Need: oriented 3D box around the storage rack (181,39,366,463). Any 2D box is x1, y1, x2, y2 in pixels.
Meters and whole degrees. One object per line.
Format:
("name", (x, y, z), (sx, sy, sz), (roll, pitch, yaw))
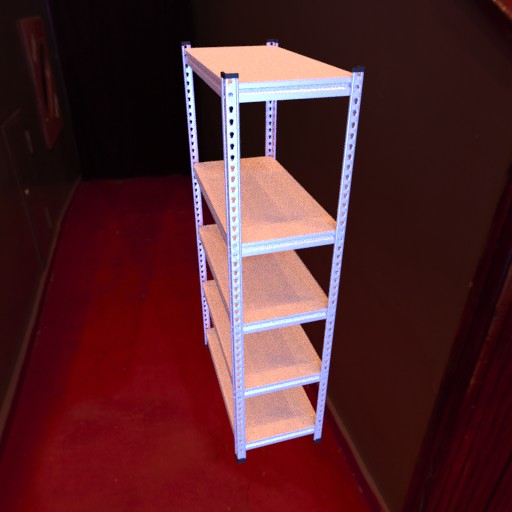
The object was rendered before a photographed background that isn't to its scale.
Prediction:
("storage rack", (0.000, 0.000, 2.174), (0.457, 1.829, 0.914), (-8, 32, -14))
